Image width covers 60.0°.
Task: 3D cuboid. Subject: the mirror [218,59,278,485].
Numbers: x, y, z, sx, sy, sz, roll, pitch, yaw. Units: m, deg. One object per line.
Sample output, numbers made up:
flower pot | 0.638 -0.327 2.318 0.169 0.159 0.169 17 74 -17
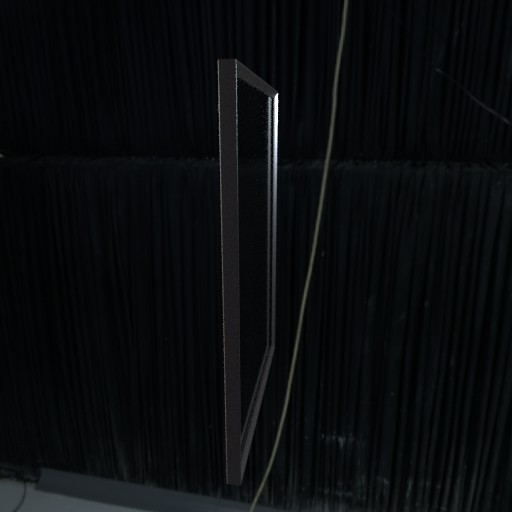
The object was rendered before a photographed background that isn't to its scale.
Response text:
mirror | 0.000 0.000 1.370 0.041 1.016 0.762 2 16 9
